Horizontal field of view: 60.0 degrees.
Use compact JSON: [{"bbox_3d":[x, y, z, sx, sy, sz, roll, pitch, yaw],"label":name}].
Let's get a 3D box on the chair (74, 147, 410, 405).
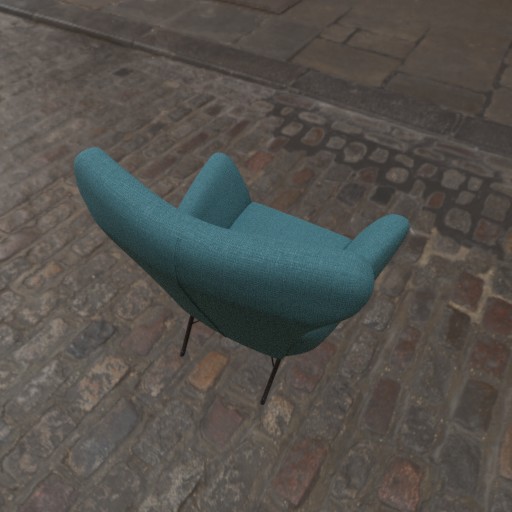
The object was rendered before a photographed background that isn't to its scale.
[{"bbox_3d":[0.000,0.000,1.778,1.050,0.980,0.900,24,50,21],"label":"chair"}]
